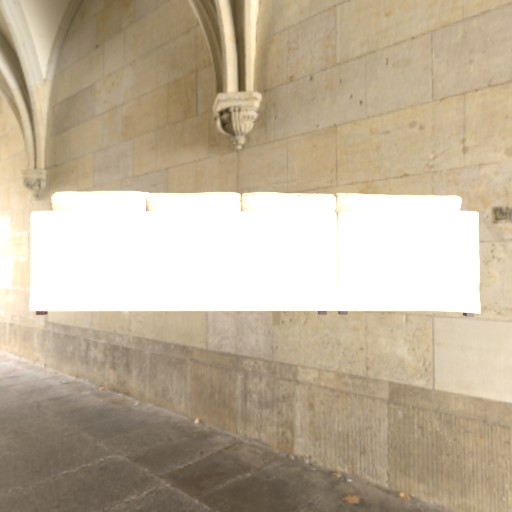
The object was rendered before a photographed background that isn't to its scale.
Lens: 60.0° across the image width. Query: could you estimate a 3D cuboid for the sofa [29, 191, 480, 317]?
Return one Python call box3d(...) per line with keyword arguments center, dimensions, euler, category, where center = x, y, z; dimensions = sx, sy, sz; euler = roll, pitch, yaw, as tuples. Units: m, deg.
box3d(center=(0.000, 0.000, 3.924), dimensions=(3.205, 0.922, 1.650), euler=(0, -2, -1), category="sofa")
